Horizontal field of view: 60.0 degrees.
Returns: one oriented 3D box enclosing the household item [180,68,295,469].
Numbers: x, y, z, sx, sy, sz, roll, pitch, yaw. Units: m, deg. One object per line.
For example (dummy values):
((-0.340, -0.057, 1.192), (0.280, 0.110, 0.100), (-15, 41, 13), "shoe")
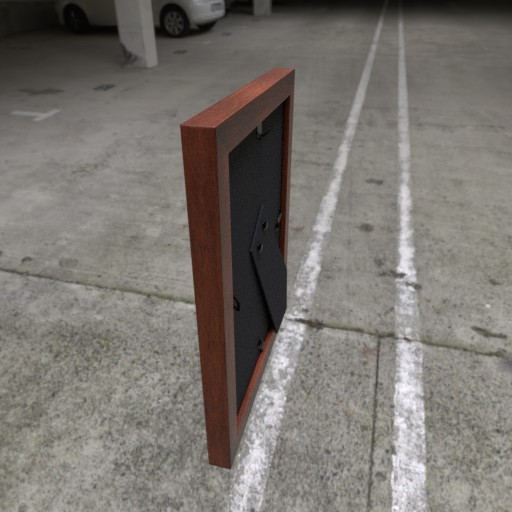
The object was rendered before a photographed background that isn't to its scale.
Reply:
((0.000, 0.000, 0.349), (0.020, 0.250, 0.200), (8, 31, 13), "household item")
